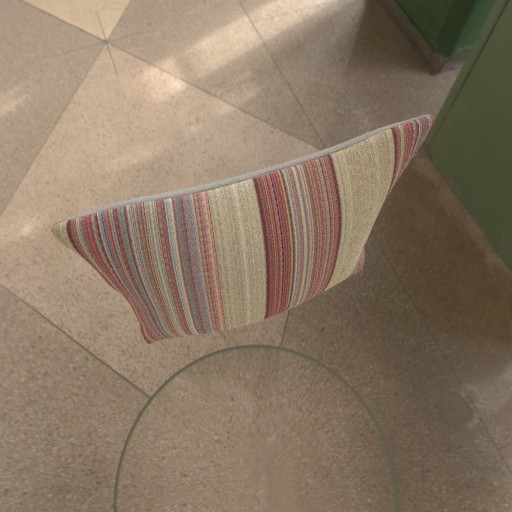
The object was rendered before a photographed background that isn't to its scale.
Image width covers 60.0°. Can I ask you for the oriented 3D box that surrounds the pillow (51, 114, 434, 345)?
[{"bbox_3d":[0.000,0.000,0.649,0.437,0.419,0.136,-18,64,-9],"label":"pillow"}]
